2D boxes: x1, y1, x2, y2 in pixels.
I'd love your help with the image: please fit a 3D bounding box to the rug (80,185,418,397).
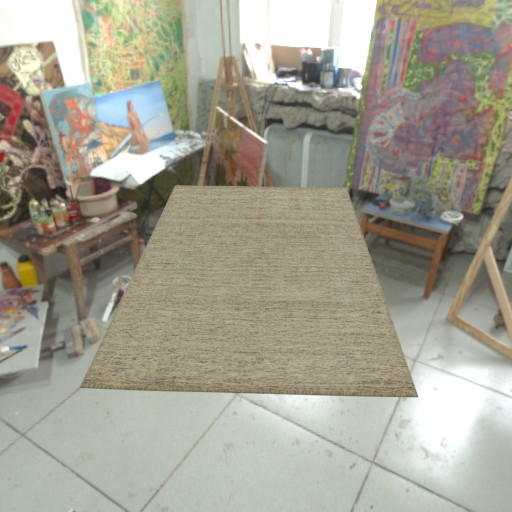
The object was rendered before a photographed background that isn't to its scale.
[{"bbox_3d":[0.000,0.000,2.350,1.211,0.018,1.822,1,32,2],"label":"rug"}]
